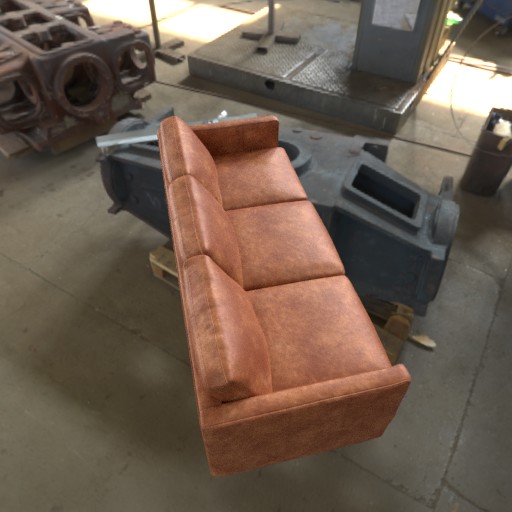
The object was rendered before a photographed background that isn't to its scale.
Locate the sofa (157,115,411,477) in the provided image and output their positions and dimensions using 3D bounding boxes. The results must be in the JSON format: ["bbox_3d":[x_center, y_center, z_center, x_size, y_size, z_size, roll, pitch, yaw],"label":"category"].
[{"bbox_3d":[0.000,0.000,2.984,1.045,1.006,2.464,-10,48,-9],"label":"sofa"}]
